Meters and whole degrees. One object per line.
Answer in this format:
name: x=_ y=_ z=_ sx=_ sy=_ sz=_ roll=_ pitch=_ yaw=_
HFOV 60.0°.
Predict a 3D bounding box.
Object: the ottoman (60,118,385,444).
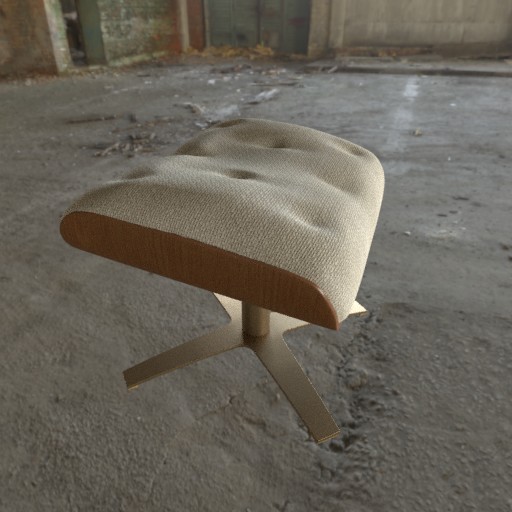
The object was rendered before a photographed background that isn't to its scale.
ottoman: x=0.000 y=0.000 z=0.793 sx=0.394 sy=0.391 sz=0.520 roll=10 pitch=30 yaw=17
